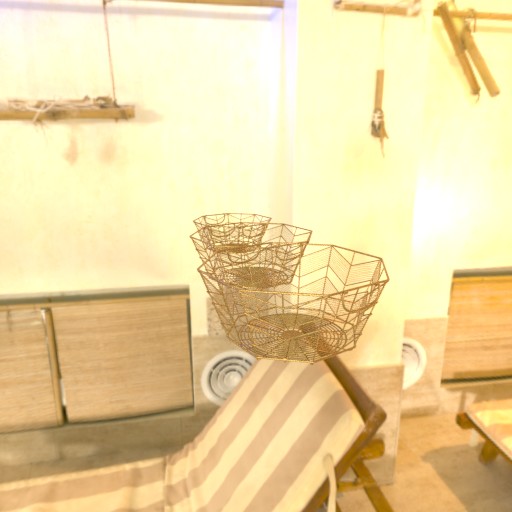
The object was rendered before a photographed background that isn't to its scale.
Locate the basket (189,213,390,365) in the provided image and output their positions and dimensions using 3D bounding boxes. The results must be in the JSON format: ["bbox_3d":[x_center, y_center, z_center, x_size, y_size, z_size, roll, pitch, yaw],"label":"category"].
[{"bbox_3d":[0.000,0.000,1.400,0.432,0.178,1.245,-3,15,-12],"label":"basket"}]
